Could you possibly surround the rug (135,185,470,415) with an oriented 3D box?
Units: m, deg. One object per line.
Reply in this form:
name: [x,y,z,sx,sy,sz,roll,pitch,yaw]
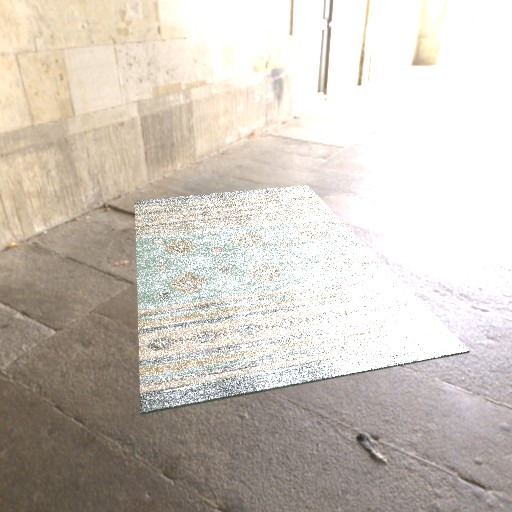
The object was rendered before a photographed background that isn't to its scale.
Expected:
rug: [0.000,0.000,2.309,1.212,0.010,1.811,-7,30,-12]
